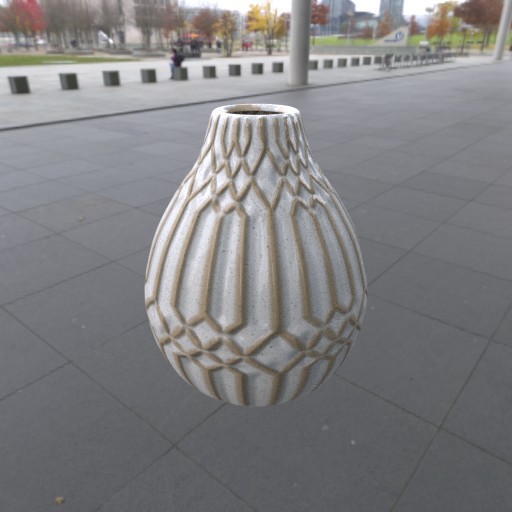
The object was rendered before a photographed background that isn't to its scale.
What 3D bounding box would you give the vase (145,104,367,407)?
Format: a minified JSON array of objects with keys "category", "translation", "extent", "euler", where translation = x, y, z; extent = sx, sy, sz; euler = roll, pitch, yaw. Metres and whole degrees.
[{"category":"vase","translation":[0.000,0.000,0.315],"extent":[0.159,0.200,0.159],"euler":[0,26,0]}]
